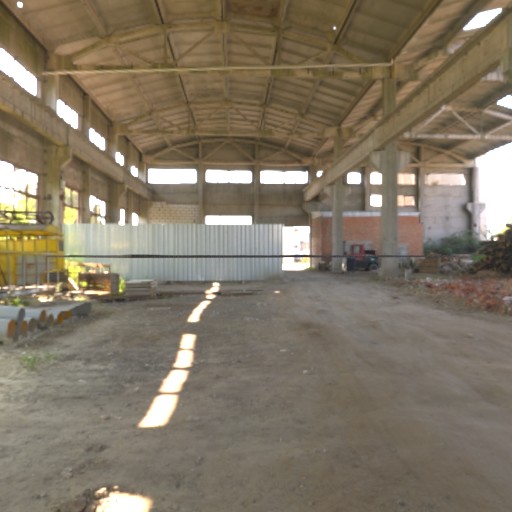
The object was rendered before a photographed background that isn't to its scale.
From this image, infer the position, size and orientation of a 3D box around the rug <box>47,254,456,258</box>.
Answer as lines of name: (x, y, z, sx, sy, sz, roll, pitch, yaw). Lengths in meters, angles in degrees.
rug: (0.000, 0.000, 2.354, 1.820, 0.012, 1.207, 0, 0, -36)
